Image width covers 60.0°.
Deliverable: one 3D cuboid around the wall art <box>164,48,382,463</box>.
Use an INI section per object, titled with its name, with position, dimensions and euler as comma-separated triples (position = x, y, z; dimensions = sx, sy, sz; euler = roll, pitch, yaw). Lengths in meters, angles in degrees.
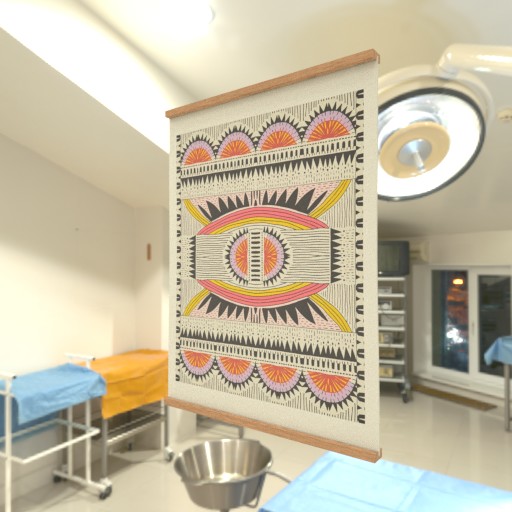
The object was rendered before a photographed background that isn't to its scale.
[wall art]
position = 0.000, 0.000, 0.797
dimensions = 0.456, 0.609, 0.028
euler = -1, -1, 37
